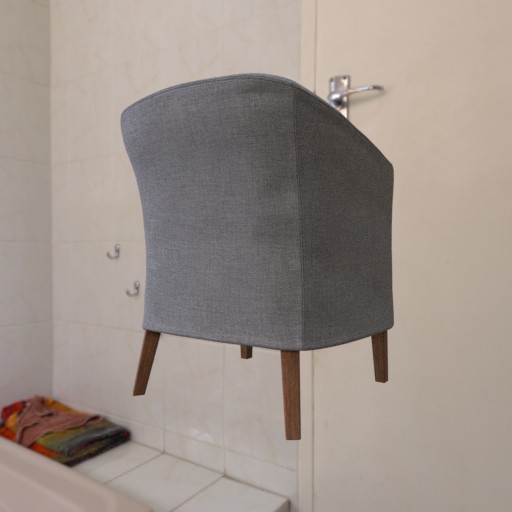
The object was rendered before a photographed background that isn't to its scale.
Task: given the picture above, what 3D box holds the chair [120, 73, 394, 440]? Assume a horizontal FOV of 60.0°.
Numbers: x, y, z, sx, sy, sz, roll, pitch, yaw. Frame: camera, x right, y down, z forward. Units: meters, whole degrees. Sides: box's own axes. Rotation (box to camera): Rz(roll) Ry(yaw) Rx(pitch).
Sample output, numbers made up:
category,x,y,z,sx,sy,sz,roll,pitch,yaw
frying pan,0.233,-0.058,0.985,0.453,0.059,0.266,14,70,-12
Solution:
category,x,y,z,sx,sy,sz,roll,pitch,yaw
chair,0.000,0.000,1.264,0.600,0.771,0.668,0,0,36
